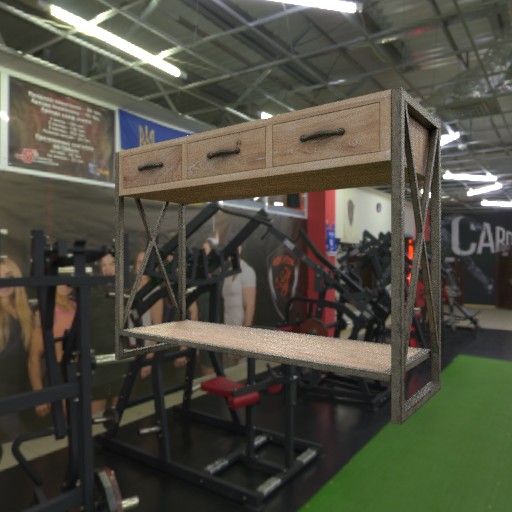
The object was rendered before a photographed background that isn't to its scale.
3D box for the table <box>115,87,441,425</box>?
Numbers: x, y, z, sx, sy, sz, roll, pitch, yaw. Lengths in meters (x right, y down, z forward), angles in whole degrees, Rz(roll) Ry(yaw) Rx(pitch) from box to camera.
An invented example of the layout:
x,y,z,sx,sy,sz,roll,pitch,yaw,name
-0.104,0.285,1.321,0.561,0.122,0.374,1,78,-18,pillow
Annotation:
x,y,z,sx,sy,sz,roll,pitch,yaw,name
0.000,0.000,1.445,1.059,0.763,0.361,0,0,37,table
